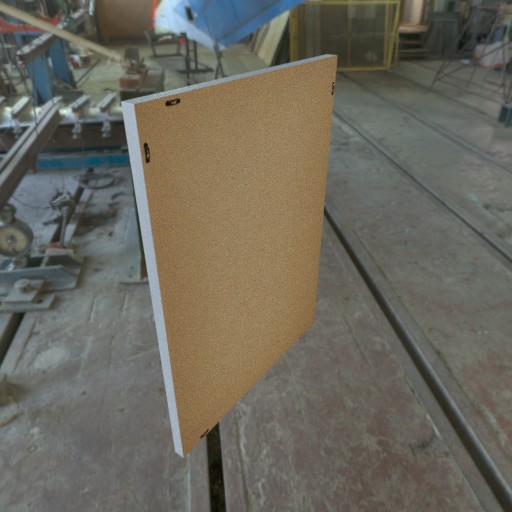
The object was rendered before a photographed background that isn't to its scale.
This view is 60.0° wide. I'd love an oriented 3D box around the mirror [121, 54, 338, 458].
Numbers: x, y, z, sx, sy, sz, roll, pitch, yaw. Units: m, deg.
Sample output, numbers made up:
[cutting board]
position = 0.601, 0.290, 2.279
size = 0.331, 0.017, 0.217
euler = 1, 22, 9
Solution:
[mirror]
position = 0.000, 0.000, 1.313
size = 0.040, 1.016, 0.762
euler = 21, 38, 30
